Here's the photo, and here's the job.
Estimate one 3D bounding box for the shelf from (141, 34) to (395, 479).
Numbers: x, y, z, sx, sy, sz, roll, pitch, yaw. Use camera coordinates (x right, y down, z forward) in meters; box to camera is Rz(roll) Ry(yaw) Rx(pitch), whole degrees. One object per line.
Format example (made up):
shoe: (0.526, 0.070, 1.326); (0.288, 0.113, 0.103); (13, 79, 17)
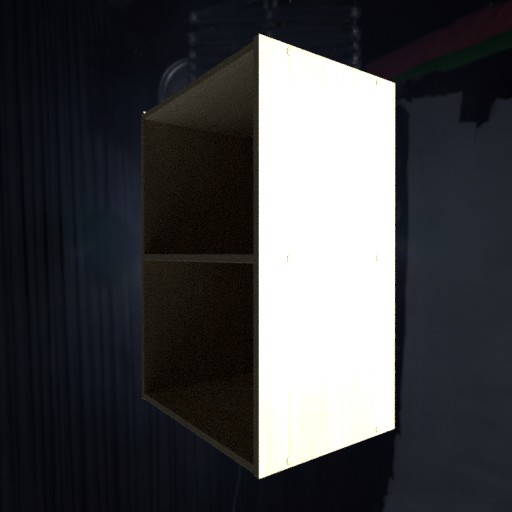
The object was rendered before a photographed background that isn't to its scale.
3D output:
shelf: (0.000, 0.000, 0.839); (0.290, 0.592, 0.414); (0, 0, -36)
